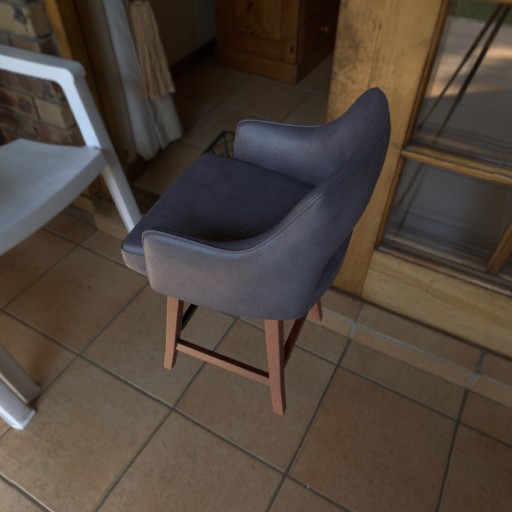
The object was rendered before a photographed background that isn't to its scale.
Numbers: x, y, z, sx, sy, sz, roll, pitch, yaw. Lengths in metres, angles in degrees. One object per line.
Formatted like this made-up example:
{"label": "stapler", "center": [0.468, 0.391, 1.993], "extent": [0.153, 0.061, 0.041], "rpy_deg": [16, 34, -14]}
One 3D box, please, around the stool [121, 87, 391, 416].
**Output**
{"label": "stool", "center": [0.000, 0.000, 1.264], "extent": [0.560, 0.936, 0.550], "rpy_deg": [17, 49, 16]}
